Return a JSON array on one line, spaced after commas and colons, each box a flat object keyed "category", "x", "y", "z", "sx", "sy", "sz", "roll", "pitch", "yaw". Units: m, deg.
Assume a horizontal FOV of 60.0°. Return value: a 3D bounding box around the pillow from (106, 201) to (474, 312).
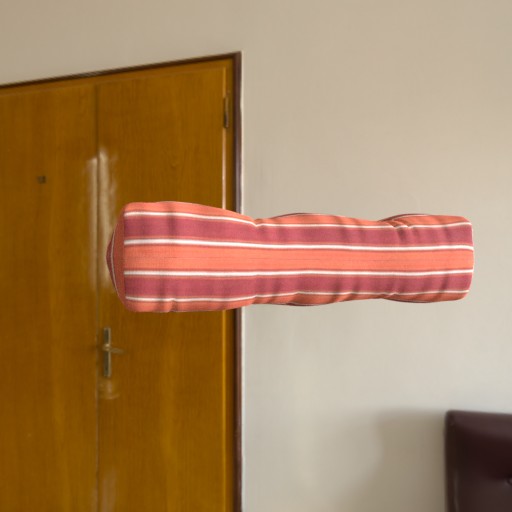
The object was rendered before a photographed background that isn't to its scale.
[{"category": "pillow", "x": 0.000, "y": 0.000, "z": 0.732, "sx": 0.468, "sy": 0.133, "sz": 0.490, "roll": 0, "pitch": 0, "yaw": -19}]
